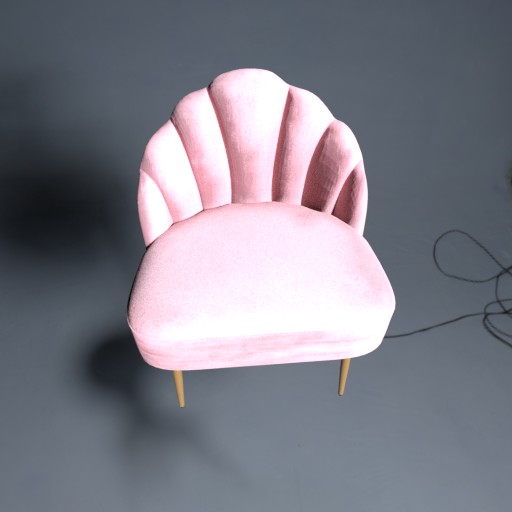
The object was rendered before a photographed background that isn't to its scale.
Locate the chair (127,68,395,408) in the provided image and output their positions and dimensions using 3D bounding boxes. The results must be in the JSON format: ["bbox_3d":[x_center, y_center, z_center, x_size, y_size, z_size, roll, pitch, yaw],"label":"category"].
[{"bbox_3d":[0.000,0.000,1.256,0.657,0.819,0.599,-3,46,-3],"label":"chair"}]
